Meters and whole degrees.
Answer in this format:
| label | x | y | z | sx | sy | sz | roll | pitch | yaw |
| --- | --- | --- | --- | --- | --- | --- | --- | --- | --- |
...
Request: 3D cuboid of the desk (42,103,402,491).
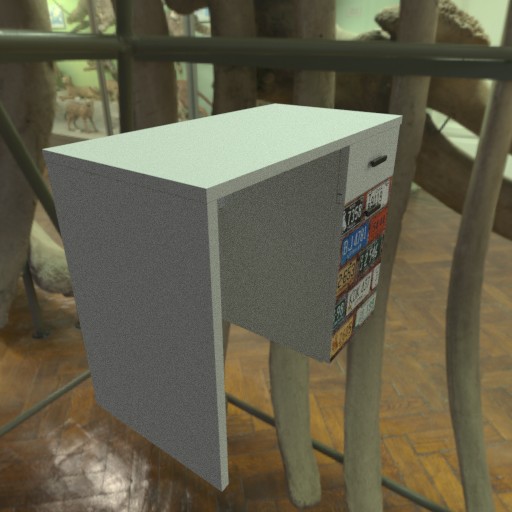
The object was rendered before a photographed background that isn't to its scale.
| label | x | y | z | sx | sy | sz | roll | pitch | yaw |
| --- | --- | --- | --- | --- | --- | --- | --- | --- | --- |
| desk | 0.000 | 0.000 | 1.310 | 0.482 | 0.730 | 0.898 | 18 | 31 | 32 |
